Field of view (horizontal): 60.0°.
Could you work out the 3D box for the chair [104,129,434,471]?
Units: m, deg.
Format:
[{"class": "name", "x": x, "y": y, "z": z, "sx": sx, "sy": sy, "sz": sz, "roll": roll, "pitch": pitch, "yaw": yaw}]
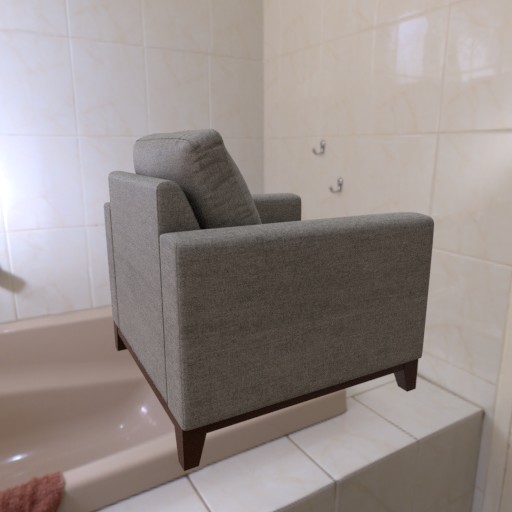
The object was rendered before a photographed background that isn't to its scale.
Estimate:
[{"class": "chair", "x": 0.000, "y": 0.000, "z": 1.879, "sx": 1.038, "sy": 1.010, "sz": 1.024, "roll": -7, "pitch": 15, "yaw": -28}]
